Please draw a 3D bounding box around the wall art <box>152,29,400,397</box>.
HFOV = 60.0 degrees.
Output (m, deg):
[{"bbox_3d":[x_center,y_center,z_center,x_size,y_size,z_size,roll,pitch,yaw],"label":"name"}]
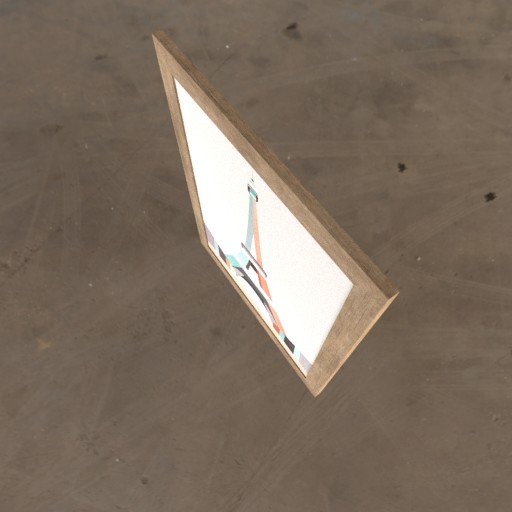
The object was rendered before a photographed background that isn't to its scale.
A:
[{"bbox_3d":[0.000,0.000,0.896,0.018,0.686,0.534,-32,68,-15],"label":"wall art"}]
